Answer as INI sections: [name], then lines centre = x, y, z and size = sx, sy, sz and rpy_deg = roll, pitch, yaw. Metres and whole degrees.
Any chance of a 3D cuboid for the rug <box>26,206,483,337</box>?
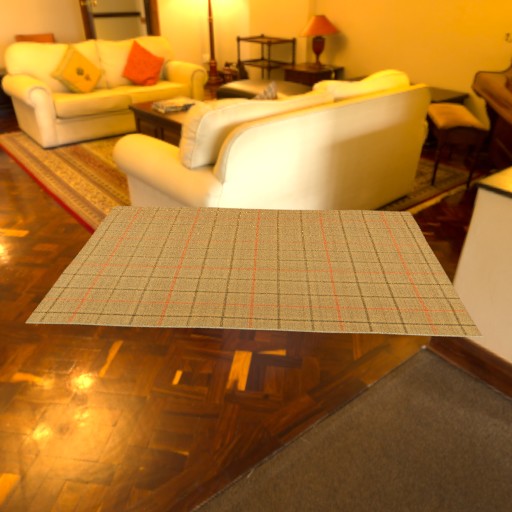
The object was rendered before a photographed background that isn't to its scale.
[rug]
centre = 0.000, 0.000, 3.014
size = 2.439, 0.015, 1.524
rpy_deg = 1, 31, 2
